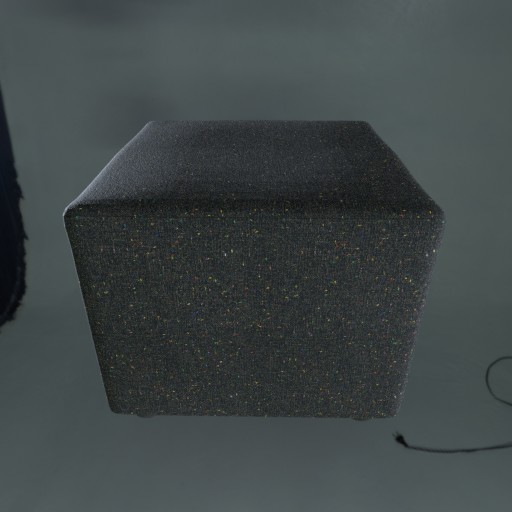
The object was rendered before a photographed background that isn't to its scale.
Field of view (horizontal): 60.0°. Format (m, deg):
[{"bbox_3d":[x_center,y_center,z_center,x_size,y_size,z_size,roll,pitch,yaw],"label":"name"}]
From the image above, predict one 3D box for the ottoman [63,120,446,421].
[{"bbox_3d":[0.000,0.000,0.868,0.508,0.432,0.508,1,30,1],"label":"ottoman"}]
